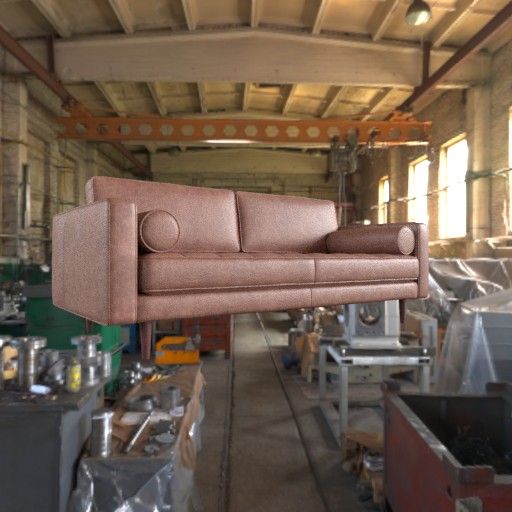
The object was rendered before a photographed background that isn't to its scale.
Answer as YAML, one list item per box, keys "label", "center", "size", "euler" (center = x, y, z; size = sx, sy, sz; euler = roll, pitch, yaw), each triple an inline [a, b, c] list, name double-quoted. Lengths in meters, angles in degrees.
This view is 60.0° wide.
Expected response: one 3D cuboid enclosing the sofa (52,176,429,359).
- label: "sofa"
  center: [0.000, 0.000, 2.368]
  size: [1.870, 0.760, 0.910]
  euler: [0, 0, -36]
